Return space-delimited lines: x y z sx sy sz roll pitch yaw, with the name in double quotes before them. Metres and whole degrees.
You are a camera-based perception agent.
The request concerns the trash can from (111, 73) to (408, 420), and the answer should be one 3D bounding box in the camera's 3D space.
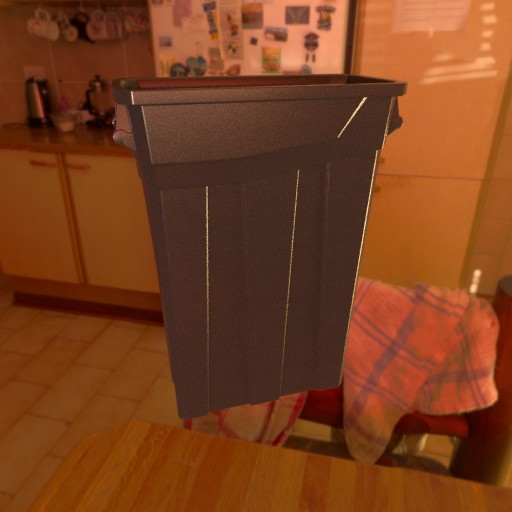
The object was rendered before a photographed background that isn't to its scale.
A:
"trash can" 0.000 0.000 1.031 0.559 0.762 0.281 -7 27 -15
